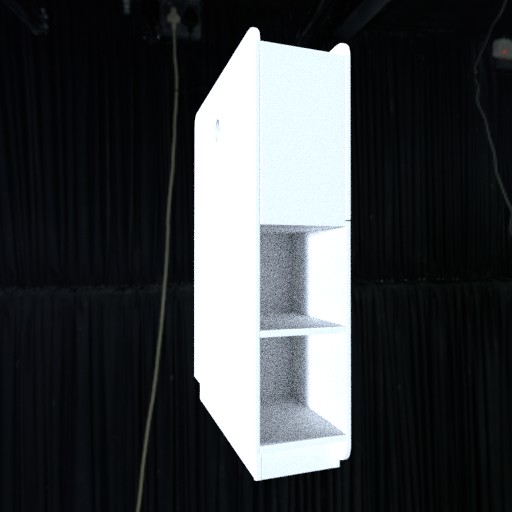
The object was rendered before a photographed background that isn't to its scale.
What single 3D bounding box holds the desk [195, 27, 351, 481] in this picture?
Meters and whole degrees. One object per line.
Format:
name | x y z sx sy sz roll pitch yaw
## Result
desk | 0.000 0.000 1.539 0.278 1.190 0.795 0 -1 -19
